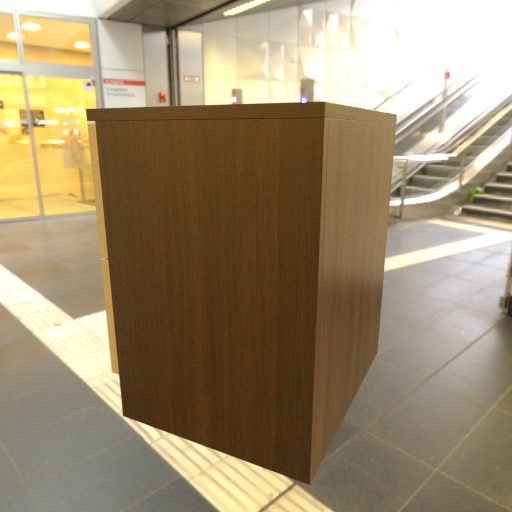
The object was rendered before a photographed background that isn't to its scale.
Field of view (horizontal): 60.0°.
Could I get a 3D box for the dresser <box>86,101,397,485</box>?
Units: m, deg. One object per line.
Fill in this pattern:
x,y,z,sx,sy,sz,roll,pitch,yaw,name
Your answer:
0.000,0.000,0.760,0.360,0.470,0.400,8,18,26,dresser
